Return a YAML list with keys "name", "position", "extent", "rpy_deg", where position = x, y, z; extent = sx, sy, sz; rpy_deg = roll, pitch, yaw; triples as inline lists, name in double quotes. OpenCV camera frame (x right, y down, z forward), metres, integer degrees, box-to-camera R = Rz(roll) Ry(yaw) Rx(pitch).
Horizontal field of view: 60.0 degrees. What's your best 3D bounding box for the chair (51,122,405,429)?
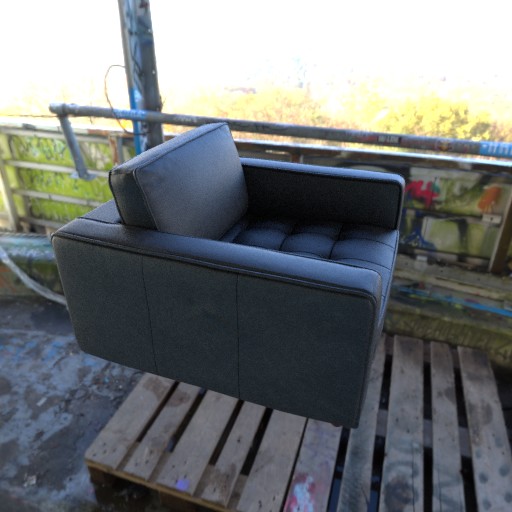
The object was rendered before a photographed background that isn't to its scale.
- name: "chair"
  position: [0.000, 0.000, 1.532]
  extent: [0.914, 0.763, 0.889]
  rpy_deg: [10, 30, 18]
